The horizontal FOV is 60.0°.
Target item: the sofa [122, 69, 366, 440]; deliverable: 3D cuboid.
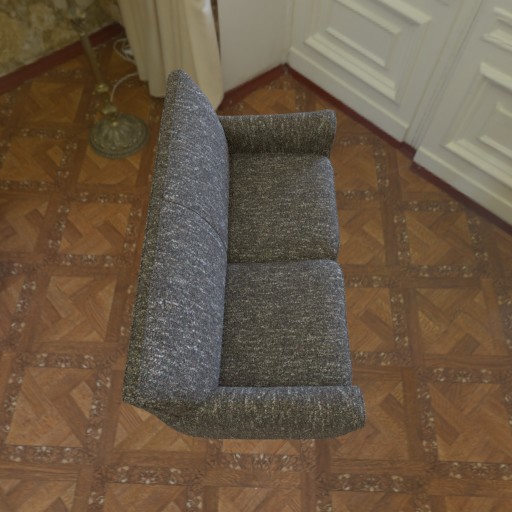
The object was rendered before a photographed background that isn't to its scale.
[{"bbox_3d":[0.000,0.000,2.042,0.801,0.946,1.519,0,62,0],"label":"sofa"}]
